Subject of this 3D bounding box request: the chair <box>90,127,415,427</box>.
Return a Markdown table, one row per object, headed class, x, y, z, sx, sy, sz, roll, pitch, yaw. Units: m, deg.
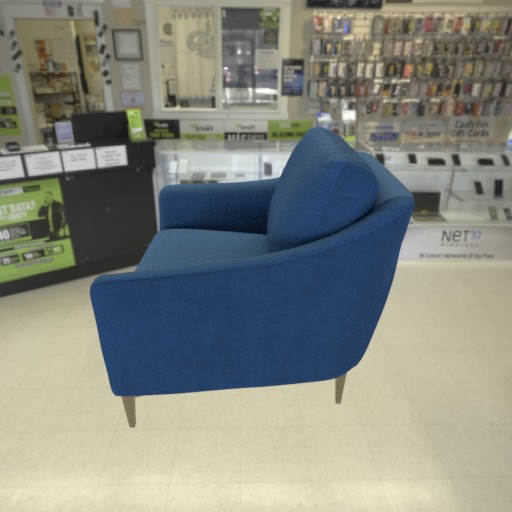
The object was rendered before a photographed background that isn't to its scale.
| class | x | y | z | sx | sy | sz | roll | pitch | yaw |
| --- | --- | --- | --- | --- | --- | --- | --- | --- | --- |
| chair | 0.000 | 0.000 | 1.729 | 0.961 | 0.899 | 0.987 | 0 | 25 | 1 |
